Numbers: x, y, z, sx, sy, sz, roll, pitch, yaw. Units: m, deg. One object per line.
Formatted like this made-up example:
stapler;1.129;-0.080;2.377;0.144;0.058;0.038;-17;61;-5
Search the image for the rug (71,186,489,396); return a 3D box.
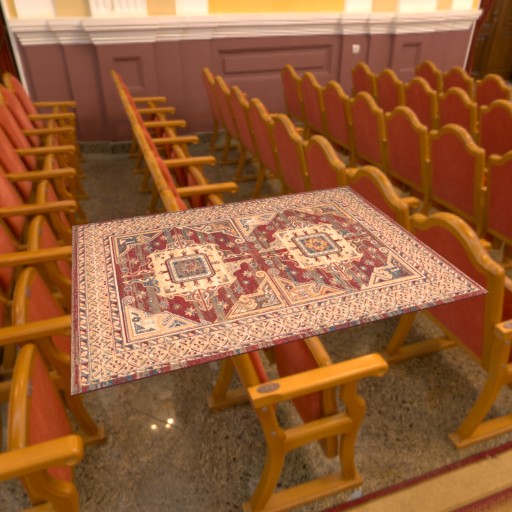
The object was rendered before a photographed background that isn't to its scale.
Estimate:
rug;0.000;0.000;2.818;2.210;0.011;1.599;-10;33;-16
